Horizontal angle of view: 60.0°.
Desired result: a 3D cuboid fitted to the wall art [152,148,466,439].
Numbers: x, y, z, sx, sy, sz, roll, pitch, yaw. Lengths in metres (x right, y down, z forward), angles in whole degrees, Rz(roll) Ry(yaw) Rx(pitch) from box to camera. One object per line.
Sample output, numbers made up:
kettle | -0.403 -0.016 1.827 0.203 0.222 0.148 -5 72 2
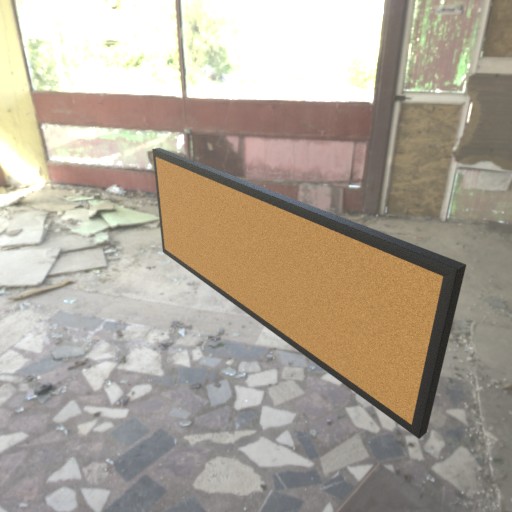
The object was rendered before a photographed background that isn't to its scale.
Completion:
wall art | 0.000 0.000 1.720 0.041 0.554 1.572 -19 32 -34
